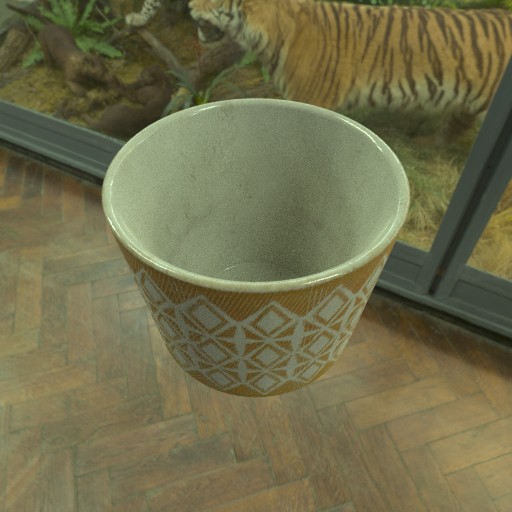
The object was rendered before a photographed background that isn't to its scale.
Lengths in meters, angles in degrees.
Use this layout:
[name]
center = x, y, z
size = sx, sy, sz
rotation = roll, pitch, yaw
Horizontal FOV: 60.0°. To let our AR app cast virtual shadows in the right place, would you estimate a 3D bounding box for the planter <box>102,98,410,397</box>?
[planter]
center = 0.000, 0.000, 0.224
size = 0.126, 0.104, 0.126
rotation = 0, 47, 0
